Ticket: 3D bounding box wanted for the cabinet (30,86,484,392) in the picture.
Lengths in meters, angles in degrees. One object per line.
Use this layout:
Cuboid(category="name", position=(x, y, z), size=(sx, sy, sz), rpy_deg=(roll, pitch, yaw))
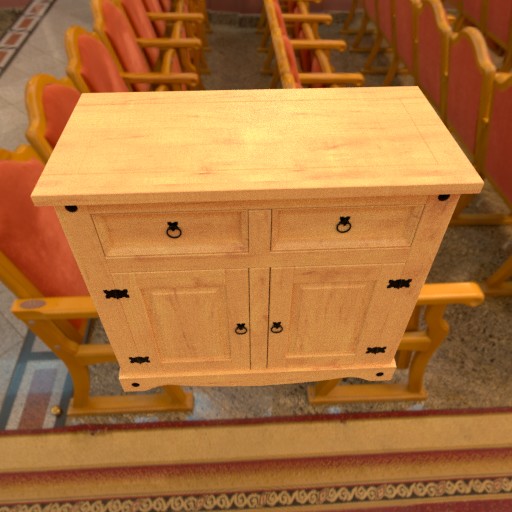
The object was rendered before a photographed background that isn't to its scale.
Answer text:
Cuboid(category="cabinet", position=(0.000, 0.000, 1.353), size=(0.920, 0.840, 0.450), rpy_deg=(-2, 45, -2))
